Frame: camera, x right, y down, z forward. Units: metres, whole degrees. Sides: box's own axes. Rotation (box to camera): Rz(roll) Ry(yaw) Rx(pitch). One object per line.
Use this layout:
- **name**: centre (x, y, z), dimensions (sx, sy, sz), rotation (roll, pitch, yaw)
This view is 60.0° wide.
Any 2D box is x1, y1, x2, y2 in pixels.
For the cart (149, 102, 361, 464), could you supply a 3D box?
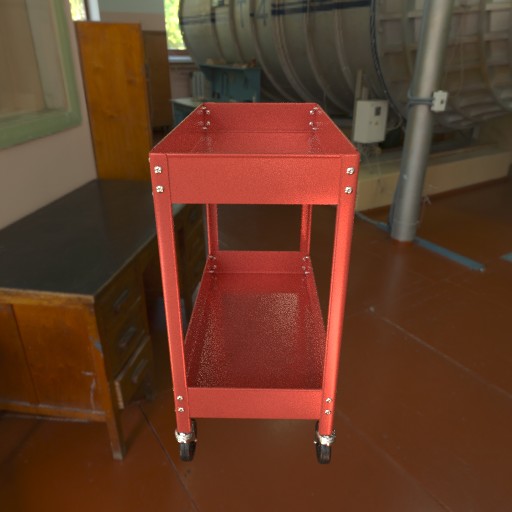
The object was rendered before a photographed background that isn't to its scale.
- **cart**: centre (0.000, 0.000, 1.193), dimensions (0.366, 0.719, 0.779), rotation (1, 26, 1)
